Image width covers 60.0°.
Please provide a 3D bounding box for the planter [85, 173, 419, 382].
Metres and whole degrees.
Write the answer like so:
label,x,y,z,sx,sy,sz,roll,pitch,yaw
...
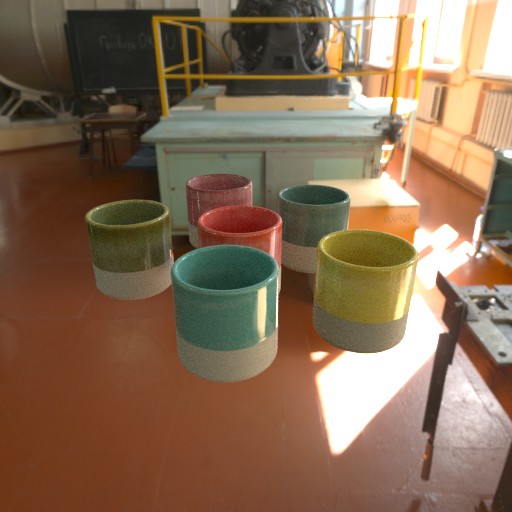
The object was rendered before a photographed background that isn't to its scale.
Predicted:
label,x,y,z,sx,sy,sz,roll,pitch,yaw
planter,0.000,0.000,0.410,0.286,0.075,0.257,16,30,31
